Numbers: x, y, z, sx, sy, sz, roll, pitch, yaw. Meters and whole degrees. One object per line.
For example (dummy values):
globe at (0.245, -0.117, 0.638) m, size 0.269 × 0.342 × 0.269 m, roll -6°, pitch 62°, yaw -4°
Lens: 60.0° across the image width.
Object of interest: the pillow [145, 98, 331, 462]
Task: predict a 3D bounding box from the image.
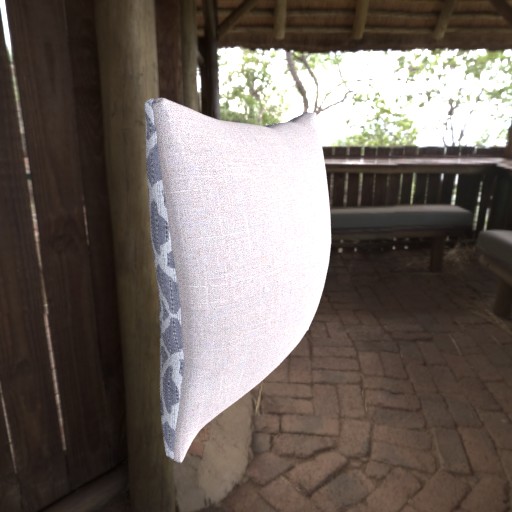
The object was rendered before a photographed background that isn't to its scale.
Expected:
pillow at (0.000, 0.000, 0.779) m, size 0.215 × 0.498 × 0.508 m, roll 8°, pitch 18°, yaw 26°
